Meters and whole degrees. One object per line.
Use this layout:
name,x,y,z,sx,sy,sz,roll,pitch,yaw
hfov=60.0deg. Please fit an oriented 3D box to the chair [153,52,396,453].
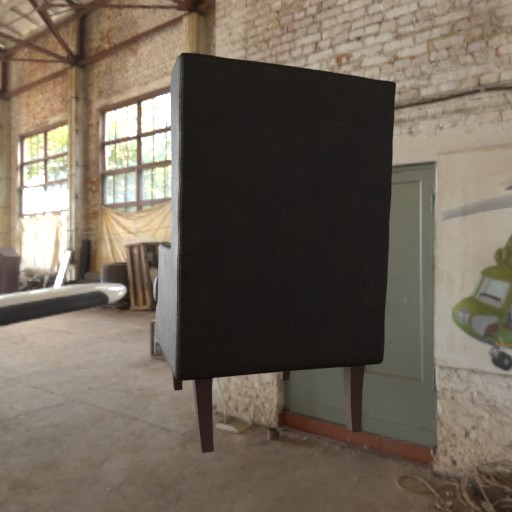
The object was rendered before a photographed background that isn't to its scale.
chair,0.000,0.000,1.665,0.703,1.142,0.799,0,0,-18
